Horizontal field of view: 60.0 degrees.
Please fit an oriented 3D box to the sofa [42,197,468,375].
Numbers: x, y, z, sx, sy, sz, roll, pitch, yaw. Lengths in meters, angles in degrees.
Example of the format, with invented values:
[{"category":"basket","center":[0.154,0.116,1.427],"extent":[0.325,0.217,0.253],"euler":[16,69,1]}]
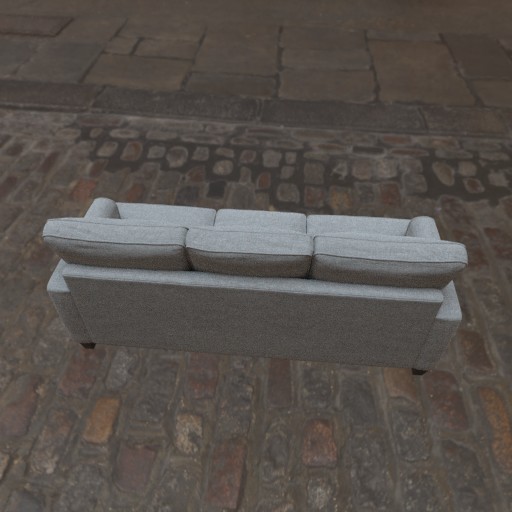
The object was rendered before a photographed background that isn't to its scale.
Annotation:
[{"category":"sofa","center":[0.000,0.000,2.645],"extent":[2.158,0.965,0.951],"euler":[4,45,4]}]
